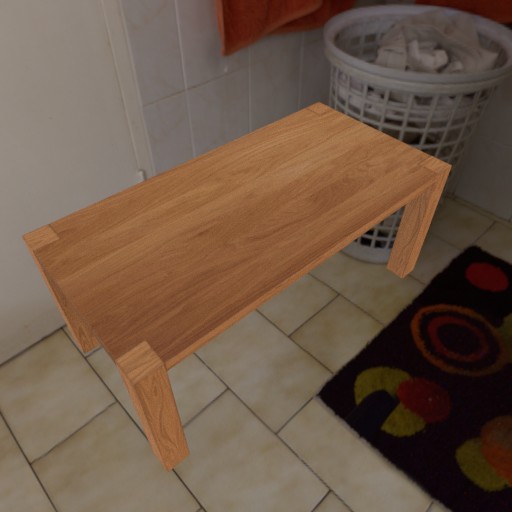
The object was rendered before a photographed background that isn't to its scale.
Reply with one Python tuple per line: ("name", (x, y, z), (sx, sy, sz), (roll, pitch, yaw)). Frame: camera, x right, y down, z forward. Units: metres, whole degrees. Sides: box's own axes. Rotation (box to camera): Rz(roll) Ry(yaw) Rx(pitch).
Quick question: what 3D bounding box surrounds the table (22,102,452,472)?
("table", (0.000, 0.000, 2.288), (1.800, 0.760, 0.900), (-32, 54, -28))
